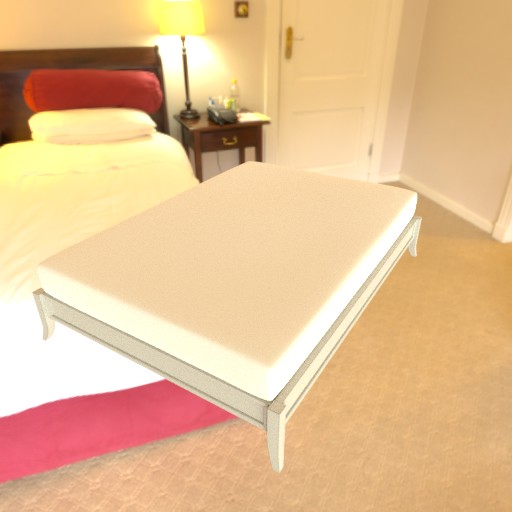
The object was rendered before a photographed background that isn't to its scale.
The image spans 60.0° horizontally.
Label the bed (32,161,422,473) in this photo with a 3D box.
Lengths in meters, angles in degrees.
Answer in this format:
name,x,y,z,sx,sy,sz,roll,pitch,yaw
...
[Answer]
name,x,y,z,sx,sy,sz,roll,pitch,yaw
bed,0.000,0.000,2.637,1.460,0.510,1.985,17,34,27
